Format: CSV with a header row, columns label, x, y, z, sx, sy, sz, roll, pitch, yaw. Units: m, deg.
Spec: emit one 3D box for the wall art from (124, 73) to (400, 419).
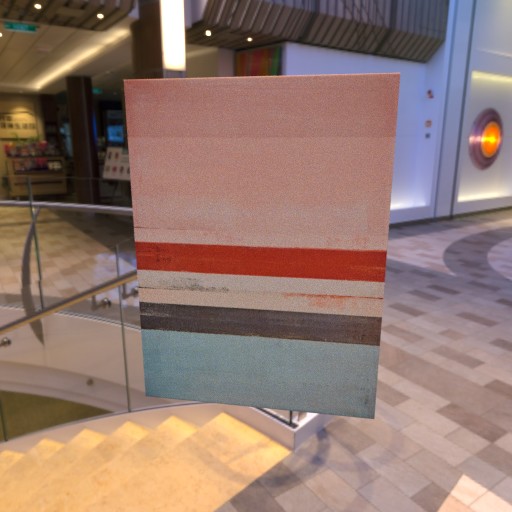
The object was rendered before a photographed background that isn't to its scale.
label,x,y,z,sx,sy,sz,roll,pitch,yaw
wall art,0.000,0.000,1.348,0.761,1.016,0.039,2,15,10
